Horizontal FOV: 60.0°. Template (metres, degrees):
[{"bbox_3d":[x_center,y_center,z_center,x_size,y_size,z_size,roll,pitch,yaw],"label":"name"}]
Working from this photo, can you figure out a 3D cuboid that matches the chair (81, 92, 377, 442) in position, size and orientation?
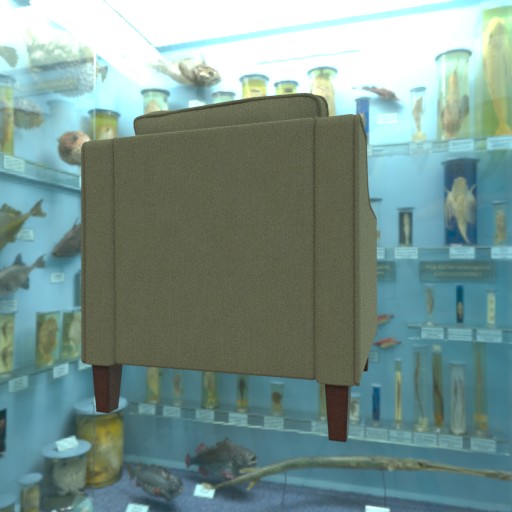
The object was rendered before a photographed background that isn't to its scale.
[{"bbox_3d":[0.000,0.000,1.641,0.831,0.960,0.909,0,-1,18],"label":"chair"}]
